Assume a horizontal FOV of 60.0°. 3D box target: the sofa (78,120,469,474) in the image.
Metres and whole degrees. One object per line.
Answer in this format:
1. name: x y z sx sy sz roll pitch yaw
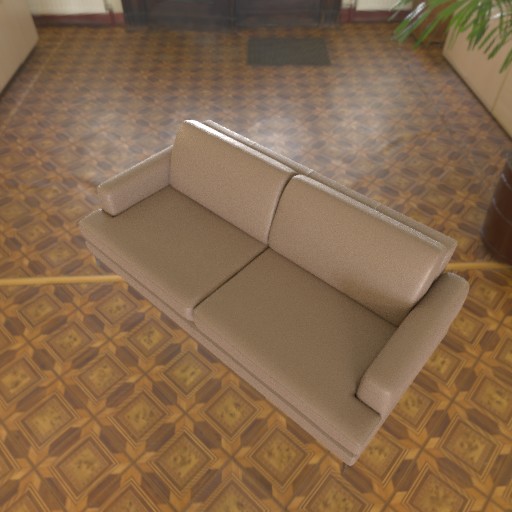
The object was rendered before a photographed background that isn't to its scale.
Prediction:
1. sofa: 0.000 0.000 2.360 1.940 0.765 0.974 33 55 27
